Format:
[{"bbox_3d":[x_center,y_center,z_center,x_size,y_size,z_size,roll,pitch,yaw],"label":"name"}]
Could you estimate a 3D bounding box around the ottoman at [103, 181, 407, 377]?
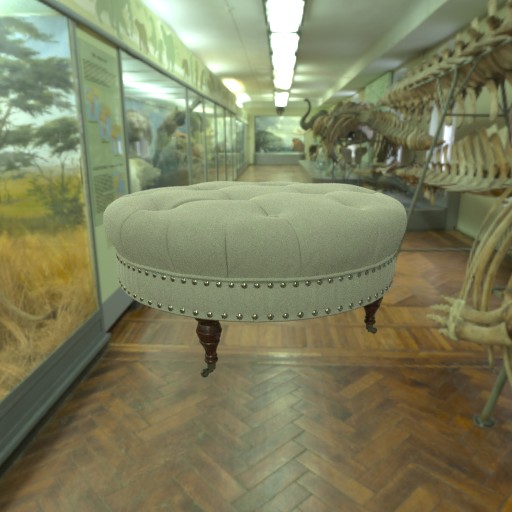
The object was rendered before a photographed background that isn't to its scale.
[{"bbox_3d":[0.000,0.000,1.416,0.901,0.439,0.901,0,15,0],"label":"ottoman"}]
